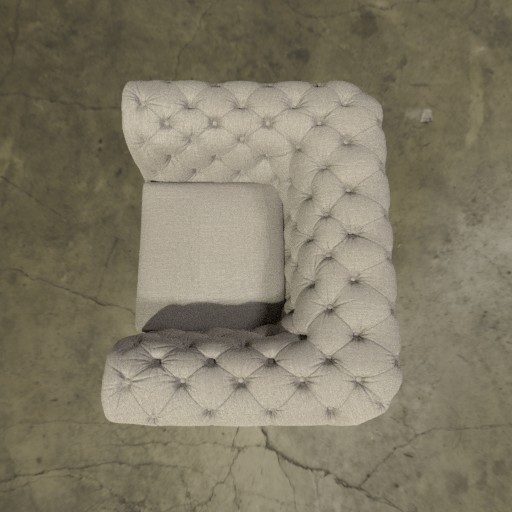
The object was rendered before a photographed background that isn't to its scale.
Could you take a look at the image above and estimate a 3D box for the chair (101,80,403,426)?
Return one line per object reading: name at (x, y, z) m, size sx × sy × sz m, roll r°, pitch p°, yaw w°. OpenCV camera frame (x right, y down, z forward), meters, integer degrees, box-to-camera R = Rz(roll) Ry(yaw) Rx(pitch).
chair at (0.000, 0.000, 1.850) m, size 0.976 × 0.770 × 1.270 m, roll 0°, pitch 77°, yaw 0°
